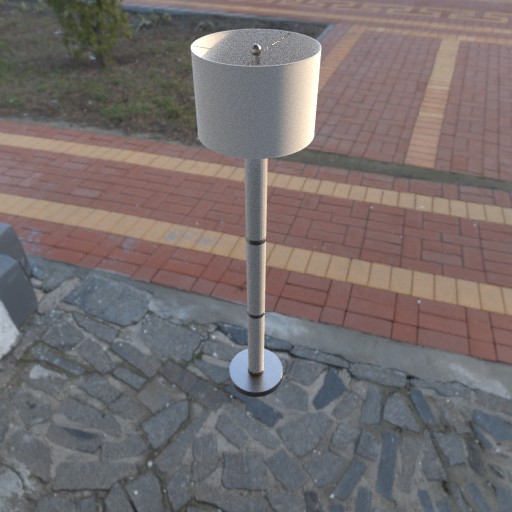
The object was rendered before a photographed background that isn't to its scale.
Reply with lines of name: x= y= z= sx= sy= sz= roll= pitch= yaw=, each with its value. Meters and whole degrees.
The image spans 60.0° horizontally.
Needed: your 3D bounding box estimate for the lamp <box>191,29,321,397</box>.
lamp: x=0.000 y=0.000 z=1.788 sx=0.377 sy=1.599 sz=0.377 roll=24 pitch=46 yaw=26
